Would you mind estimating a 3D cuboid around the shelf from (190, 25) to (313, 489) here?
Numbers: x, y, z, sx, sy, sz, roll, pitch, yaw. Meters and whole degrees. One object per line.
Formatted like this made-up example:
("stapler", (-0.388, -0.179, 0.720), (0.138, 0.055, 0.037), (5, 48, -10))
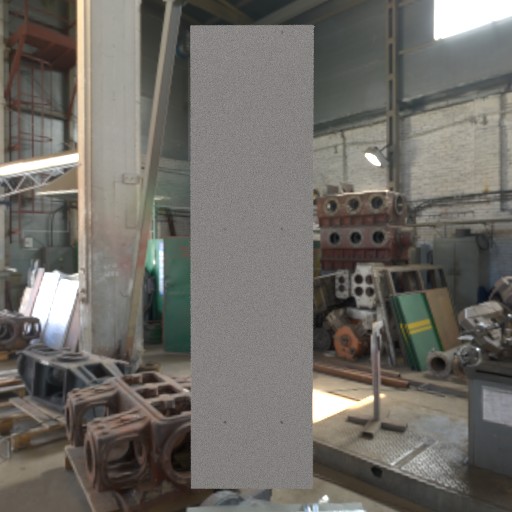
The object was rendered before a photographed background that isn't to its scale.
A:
("shelf", (0.000, 0.000, 2.528), (0.500, 1.810, 1.600), (0, 1, 0))
